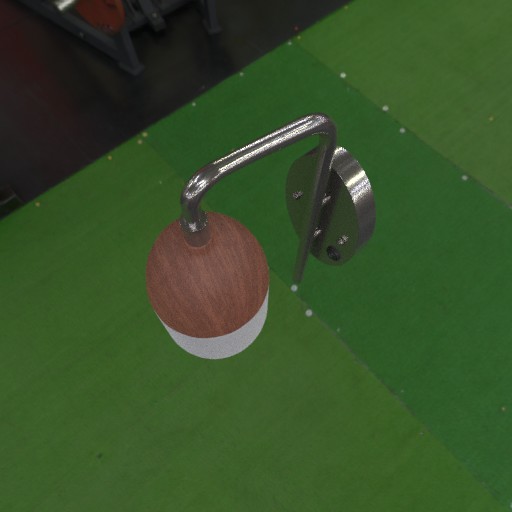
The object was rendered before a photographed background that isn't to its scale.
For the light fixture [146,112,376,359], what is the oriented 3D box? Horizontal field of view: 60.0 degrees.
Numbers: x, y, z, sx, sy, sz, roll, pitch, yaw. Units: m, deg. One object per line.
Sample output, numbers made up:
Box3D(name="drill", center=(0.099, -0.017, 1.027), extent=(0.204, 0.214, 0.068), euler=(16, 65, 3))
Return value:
Box3D(name="light fixture", center=(0.000, 0.000, 0.429), extent=(0.216, 0.343, 0.108), euler=(-36, 70, -15))
